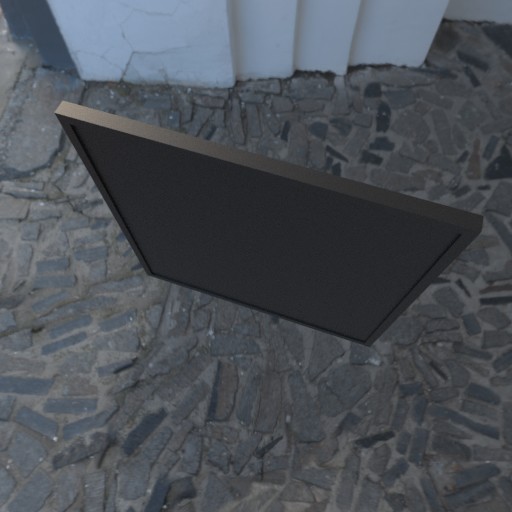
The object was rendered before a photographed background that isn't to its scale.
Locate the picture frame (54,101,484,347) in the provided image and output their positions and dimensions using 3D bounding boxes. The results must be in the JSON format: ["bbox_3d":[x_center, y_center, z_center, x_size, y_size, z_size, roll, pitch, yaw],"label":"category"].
[{"bbox_3d":[0.000,0.000,1.121,0.775,0.775,0.032,17,66,8],"label":"picture frame"}]
